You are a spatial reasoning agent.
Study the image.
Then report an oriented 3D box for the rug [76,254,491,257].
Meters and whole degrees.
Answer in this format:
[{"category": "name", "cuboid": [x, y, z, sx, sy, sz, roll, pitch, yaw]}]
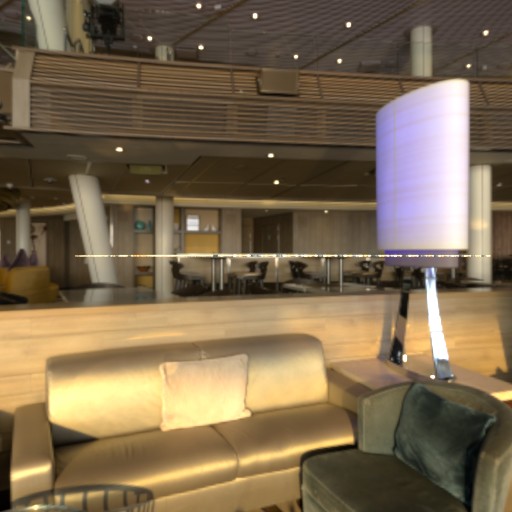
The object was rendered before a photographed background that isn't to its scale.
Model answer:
[{"category": "rug", "cuboid": [0.000, 0.000, 4.057, 2.439, 0.010, 3.048, 0, 0, -36]}]
